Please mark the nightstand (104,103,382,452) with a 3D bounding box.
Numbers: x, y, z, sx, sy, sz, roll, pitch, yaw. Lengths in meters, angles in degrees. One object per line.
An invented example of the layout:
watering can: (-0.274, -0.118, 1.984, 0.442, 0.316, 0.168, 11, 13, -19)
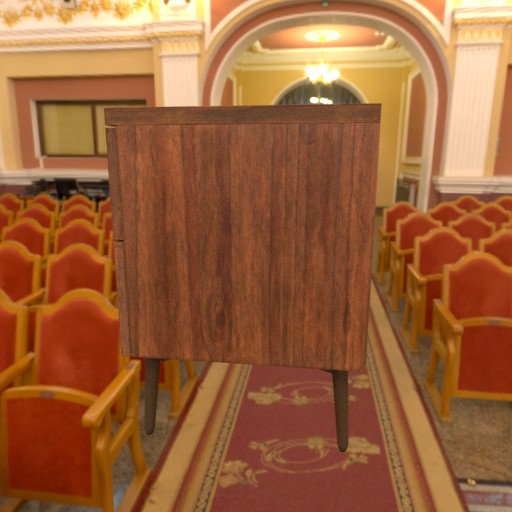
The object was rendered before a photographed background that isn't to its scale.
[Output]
nightstand: (0.000, 0.000, 1.042, 0.458, 0.610, 0.610, 2, 13, 8)
